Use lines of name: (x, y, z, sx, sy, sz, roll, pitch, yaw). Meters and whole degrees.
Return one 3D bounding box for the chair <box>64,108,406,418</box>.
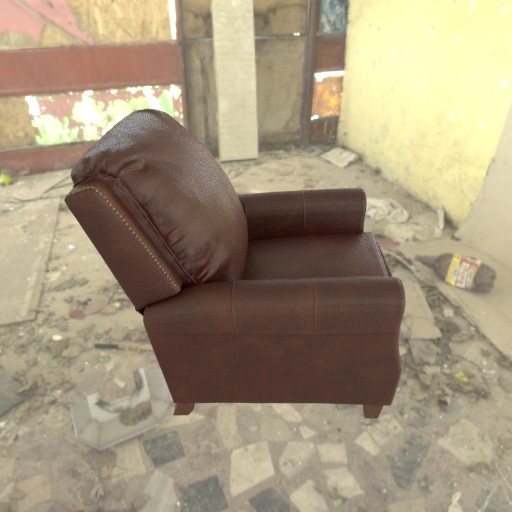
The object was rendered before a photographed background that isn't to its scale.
chair: (0.000, 0.000, 1.743, 1.089, 1.022, 0.826, 1, 33, 2)
